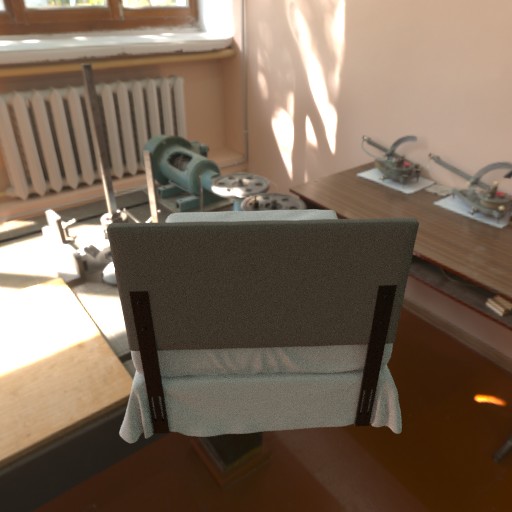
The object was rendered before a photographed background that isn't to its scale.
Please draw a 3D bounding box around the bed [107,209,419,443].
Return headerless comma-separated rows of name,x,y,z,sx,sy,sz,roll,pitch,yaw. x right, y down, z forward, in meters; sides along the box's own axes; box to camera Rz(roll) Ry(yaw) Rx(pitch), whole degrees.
bed,0.000,0.000,3.550,1.936,1.577,2.222,-1,31,-2
